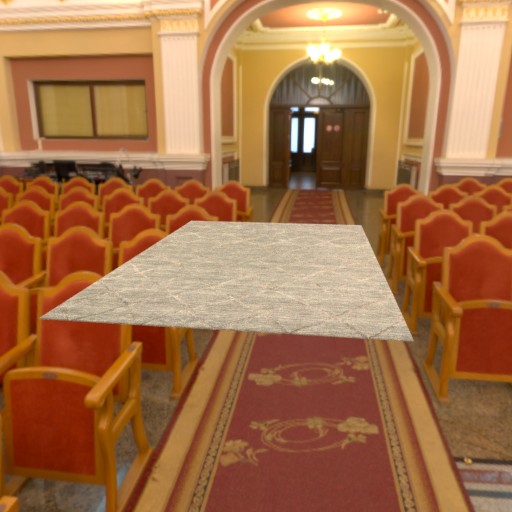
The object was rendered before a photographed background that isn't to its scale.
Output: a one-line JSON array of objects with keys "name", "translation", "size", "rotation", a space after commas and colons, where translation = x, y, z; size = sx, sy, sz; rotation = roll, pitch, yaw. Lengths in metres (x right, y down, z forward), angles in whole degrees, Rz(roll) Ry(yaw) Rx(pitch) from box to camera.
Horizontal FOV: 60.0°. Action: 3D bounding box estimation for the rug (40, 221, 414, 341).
[{"name": "rug", "translation": [0.000, 0.000, 2.858], "size": [1.521, 0.006, 2.283], "rotation": [2, 15, 8]}]
